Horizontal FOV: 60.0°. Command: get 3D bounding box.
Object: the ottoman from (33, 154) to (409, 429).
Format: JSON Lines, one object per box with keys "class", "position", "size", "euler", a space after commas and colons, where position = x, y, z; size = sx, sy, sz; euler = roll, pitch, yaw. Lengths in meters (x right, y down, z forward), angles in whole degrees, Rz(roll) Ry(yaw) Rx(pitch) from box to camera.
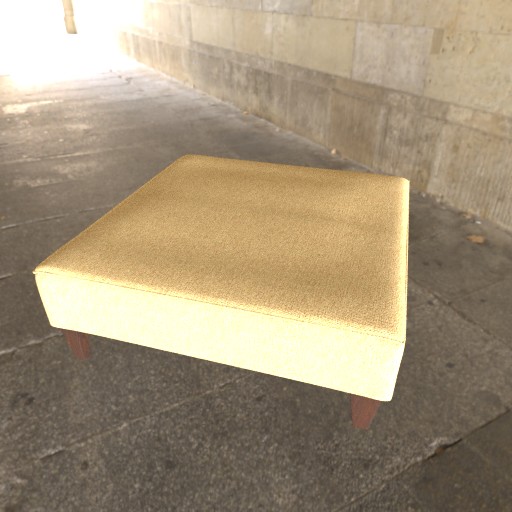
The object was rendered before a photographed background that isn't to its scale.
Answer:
{"class": "ottoman", "position": [0.000, 0.000, 1.533], "size": [0.970, 0.378, 0.981], "euler": [9, 33, 14]}
